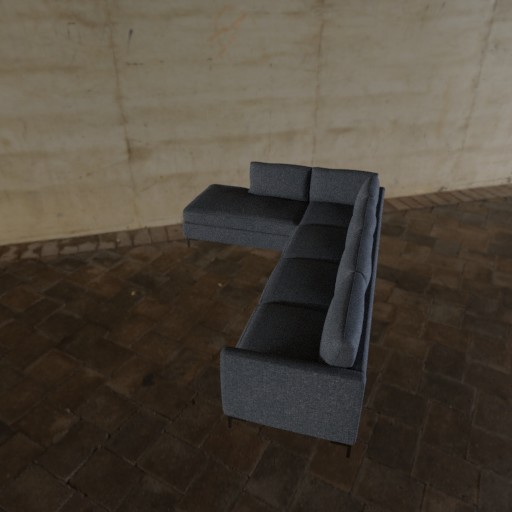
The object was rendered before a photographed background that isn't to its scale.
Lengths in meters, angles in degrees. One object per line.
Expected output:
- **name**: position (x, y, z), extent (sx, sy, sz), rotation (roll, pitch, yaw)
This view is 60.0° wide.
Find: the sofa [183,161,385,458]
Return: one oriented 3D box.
- **sofa**: position (0.000, 0.000, 3.798), extent (2.007, 0.815, 2.949), rotation (8, 31, 14)
